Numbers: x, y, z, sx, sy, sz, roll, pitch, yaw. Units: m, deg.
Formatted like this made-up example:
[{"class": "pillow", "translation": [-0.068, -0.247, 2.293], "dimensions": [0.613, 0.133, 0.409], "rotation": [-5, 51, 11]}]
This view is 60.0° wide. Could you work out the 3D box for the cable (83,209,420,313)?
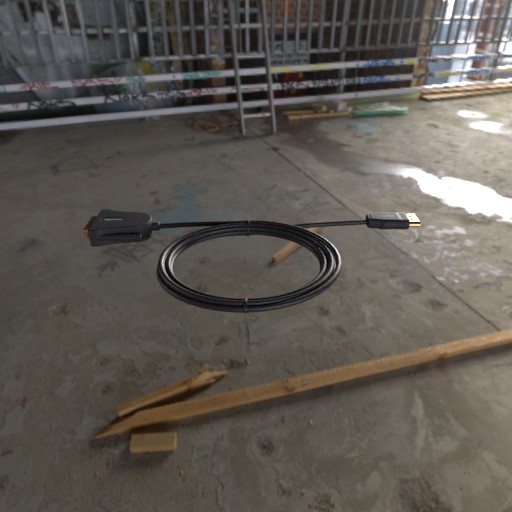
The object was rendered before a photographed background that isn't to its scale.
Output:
[{"class": "cable", "translation": [0.000, 0.000, 0.336], "dimensions": [0.281, 0.015, 0.136], "rotation": [0, 32, 0]}]
